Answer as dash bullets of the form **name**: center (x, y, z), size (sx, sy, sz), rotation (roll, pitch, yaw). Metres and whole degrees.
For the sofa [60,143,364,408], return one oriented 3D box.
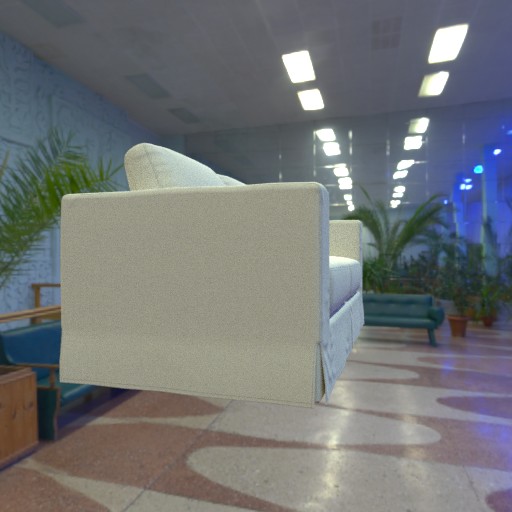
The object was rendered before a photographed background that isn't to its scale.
- **sofa**: center (0.000, 0.000, 2.359), size (1.009, 0.932, 1.813), rotation (0, 0, 17)
